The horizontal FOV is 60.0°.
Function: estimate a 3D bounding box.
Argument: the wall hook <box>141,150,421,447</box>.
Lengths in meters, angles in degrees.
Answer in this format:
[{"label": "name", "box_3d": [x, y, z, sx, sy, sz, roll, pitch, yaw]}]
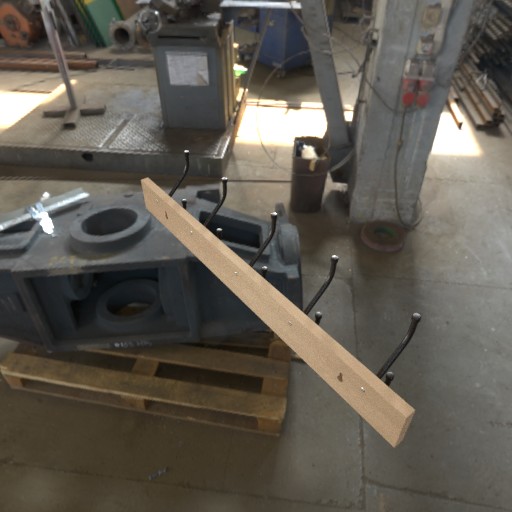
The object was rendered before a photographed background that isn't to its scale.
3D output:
[{"label": "wall hook", "box_3d": [0.000, 0.000, 0.623, 0.071, 0.117, 0.571, -26, 47, -28]}]
